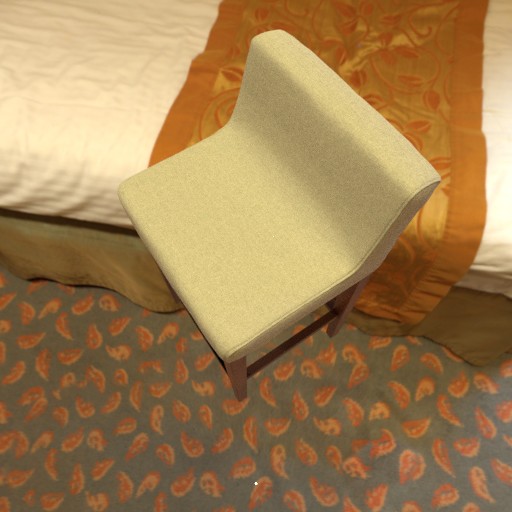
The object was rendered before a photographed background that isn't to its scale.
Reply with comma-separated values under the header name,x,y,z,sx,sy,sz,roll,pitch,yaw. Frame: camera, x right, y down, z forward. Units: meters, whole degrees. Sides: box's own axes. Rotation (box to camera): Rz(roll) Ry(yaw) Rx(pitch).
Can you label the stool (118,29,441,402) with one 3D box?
name,x,y,z,sx,sy,sz,roll,pitch,yaw
stool,0.000,0.000,1.227,0.500,0.937,0.511,-31,67,-15
